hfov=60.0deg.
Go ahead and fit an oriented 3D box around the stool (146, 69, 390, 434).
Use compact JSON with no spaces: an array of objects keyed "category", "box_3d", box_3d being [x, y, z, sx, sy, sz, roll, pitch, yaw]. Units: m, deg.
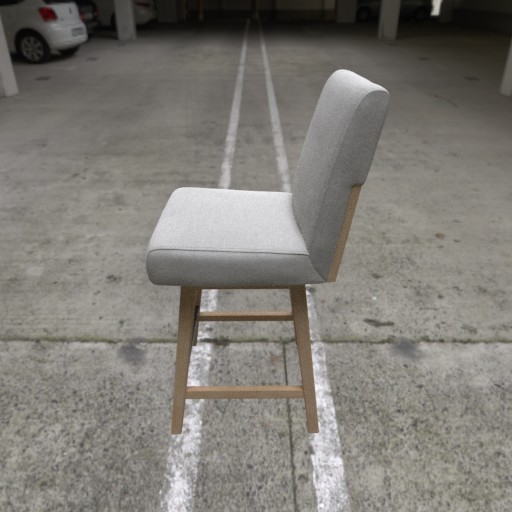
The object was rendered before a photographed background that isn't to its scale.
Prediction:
[{"category":"stool","box_3d":[0.000,0.000,1.429,0.606,1.085,0.507,0,28,0]}]
